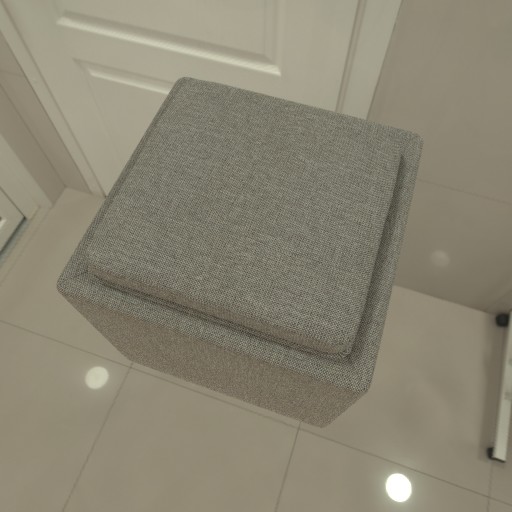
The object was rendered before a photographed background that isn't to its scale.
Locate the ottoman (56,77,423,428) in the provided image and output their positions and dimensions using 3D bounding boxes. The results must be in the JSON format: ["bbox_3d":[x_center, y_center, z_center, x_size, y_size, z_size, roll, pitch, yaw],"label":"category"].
[{"bbox_3d":[0.000,0.000,0.827,0.450,0.460,0.450,17,64,9],"label":"ottoman"}]
